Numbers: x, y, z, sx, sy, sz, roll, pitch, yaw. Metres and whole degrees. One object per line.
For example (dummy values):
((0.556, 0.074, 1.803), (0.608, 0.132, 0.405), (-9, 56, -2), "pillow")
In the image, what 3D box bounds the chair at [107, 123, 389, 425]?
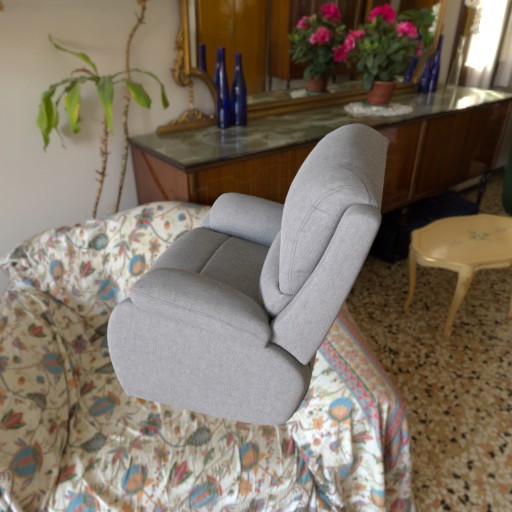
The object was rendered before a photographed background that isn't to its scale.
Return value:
((0.000, 0.000, 1.770), (0.899, 1.011, 0.930), (8, 30, 14), "chair")
